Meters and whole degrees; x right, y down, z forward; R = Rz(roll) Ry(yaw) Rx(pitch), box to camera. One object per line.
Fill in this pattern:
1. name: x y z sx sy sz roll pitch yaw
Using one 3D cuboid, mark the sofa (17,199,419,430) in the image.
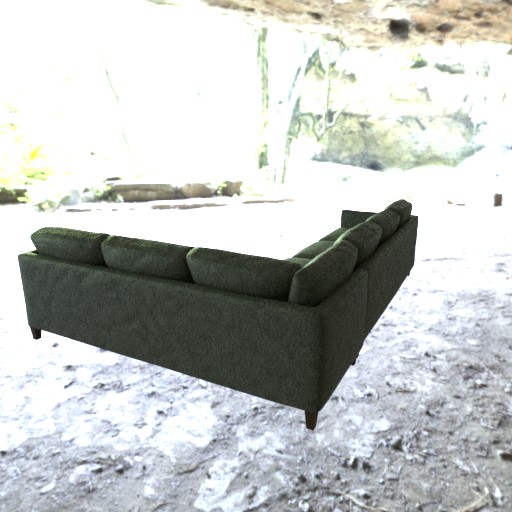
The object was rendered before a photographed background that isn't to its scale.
1. sofa: 0.000 0.000 4.359 2.593 0.947 3.302 8 18 27
